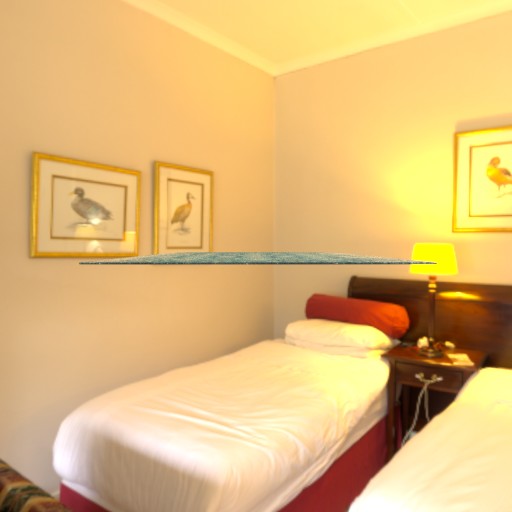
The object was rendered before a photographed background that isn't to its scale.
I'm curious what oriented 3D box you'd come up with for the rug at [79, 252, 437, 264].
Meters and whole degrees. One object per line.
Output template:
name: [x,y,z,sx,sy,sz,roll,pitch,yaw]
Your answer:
rug: [0.000,0.000,2.245,1.102,0.008,1.795,0,1,0]
